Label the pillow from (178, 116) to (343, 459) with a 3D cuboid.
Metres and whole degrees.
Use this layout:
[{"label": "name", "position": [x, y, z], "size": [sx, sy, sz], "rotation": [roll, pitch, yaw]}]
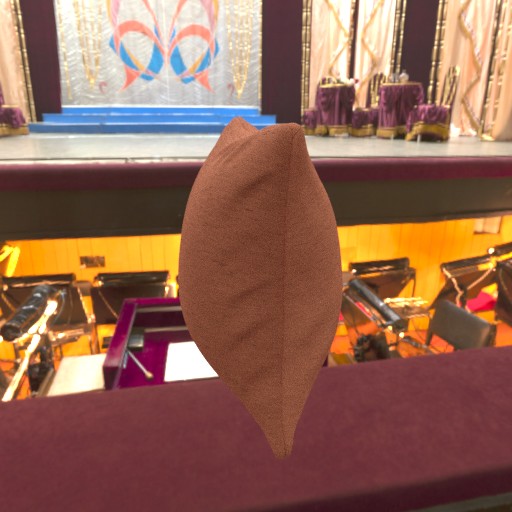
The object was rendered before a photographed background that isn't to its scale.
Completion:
[{"label": "pillow", "position": [0.000, 0.000, 0.699], "size": [0.246, 0.415, 0.432], "rotation": [-3, 18, -10]}]
